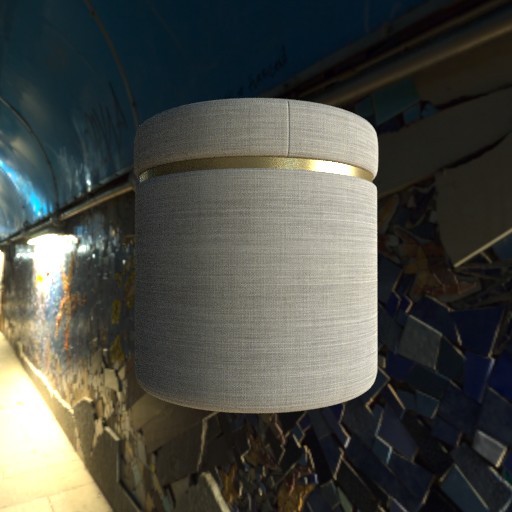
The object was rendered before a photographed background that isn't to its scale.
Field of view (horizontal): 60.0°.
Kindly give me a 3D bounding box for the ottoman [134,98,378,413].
[{"bbox_3d":[0.000,0.000,0.751,0.400,0.406,0.400,0,-1,0],"label":"ottoman"}]
